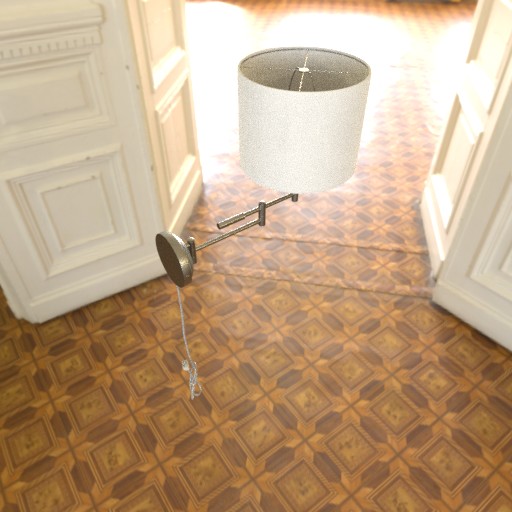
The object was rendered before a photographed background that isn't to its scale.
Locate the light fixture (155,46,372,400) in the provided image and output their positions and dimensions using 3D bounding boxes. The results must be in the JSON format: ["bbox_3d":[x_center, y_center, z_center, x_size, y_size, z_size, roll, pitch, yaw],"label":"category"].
[{"bbox_3d":[0.000,0.000,1.068,0.479,0.842,0.253,-26,48,-26],"label":"light fixture"}]
